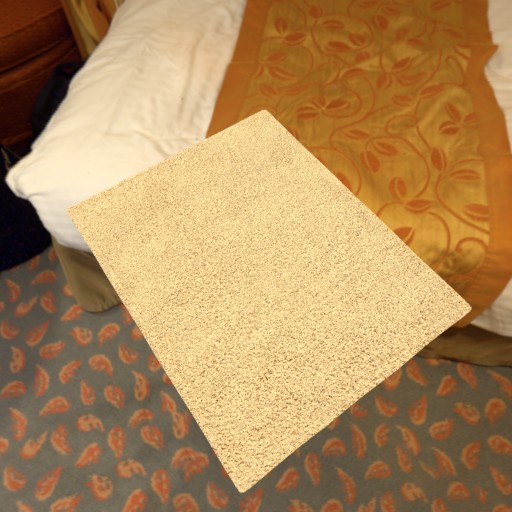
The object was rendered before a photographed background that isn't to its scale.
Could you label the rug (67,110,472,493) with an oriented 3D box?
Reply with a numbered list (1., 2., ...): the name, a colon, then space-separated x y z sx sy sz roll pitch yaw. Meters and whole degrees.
1. rug: 0.000 0.000 4.101 2.438 0.029 3.047 -32 65 -17
